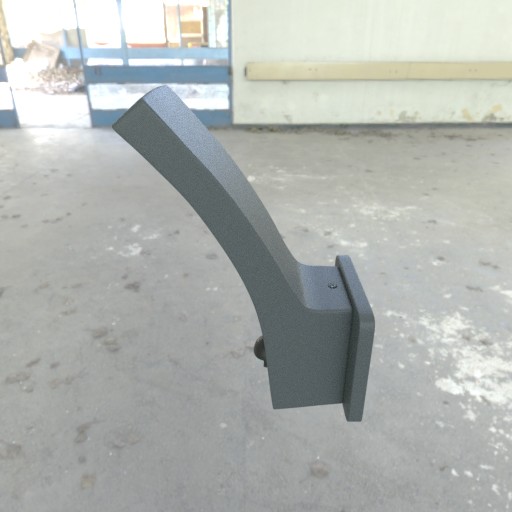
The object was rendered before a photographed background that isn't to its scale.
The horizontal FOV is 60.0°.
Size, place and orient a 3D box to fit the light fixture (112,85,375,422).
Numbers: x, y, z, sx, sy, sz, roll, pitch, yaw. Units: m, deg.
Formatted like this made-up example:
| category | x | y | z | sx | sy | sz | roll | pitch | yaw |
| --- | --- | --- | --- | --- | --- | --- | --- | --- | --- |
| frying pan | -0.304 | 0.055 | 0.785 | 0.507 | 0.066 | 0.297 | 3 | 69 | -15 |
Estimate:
| category | x | y | z | sx | sy | sz | roll | pitch | yaw |
| --- | --- | --- | --- | --- | --- | --- | --- | --- | --- |
| light fixture | 0.000 | 0.000 | 0.341 | 0.174 | 0.243 | 0.108 | 0 | 26 | 0 |
